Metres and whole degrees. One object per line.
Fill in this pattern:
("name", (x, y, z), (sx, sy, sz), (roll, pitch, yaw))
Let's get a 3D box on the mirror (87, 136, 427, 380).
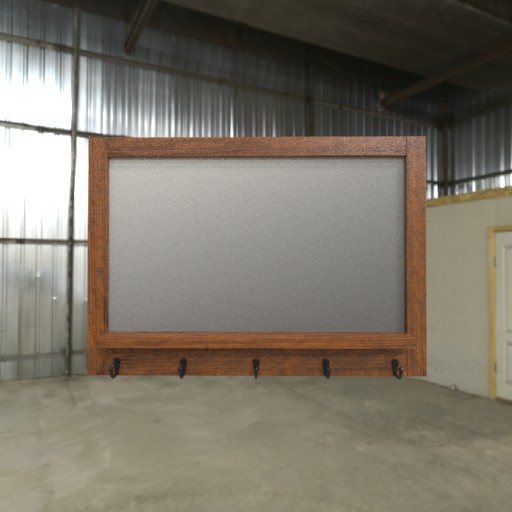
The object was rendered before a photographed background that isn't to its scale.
("mirror", (0.000, 0.000, 0.974), (0.758, 0.537, 0.084), (0, -1, 1))
